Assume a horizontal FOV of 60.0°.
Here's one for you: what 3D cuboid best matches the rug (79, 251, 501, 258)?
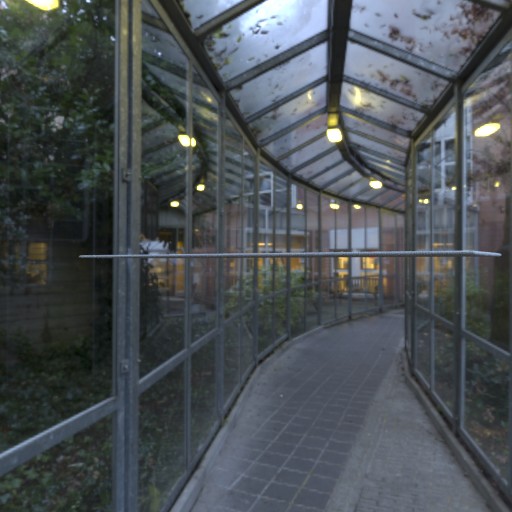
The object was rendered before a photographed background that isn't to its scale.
[{"bbox_3d":[0.000,0.000,2.413,2.276,0.014,0.678,0,-1,36],"label":"rug"}]
